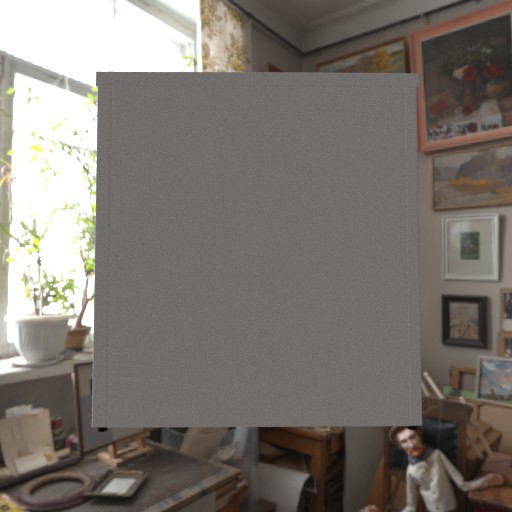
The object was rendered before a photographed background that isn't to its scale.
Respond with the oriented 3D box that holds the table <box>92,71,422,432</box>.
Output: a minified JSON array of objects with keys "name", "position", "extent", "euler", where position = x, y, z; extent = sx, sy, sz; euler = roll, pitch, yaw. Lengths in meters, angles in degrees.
[{"name":"table","position":[0.000,0.000,0.754],"extent":[0.420,0.460,0.380],"euler":[0,-3,-1]}]
